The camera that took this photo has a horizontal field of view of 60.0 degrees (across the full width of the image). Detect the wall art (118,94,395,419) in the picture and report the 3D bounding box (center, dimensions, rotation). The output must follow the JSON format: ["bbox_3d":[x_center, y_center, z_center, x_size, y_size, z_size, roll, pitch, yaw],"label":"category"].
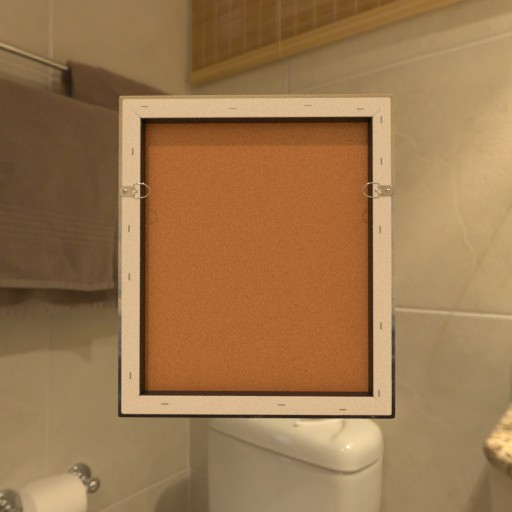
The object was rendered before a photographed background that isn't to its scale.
[{"bbox_3d":[0.000,0.000,0.988,0.608,0.710,0.041,0,-1,1],"label":"wall art"}]
